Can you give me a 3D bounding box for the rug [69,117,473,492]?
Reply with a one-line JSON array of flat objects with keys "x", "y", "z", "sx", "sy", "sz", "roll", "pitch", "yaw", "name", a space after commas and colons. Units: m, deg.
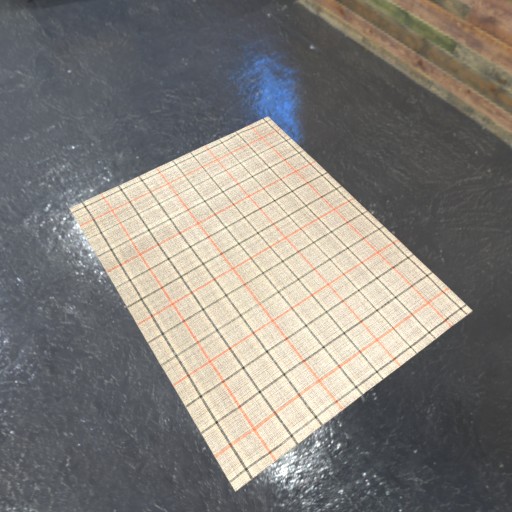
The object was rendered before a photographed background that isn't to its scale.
[{"x": 0.000, "y": 0.000, "z": 4.126, "sx": 2.444, "sy": 0.012, "sz": 3.048, "roll": -30, "pitch": 62, "yaw": -18, "name": "rug"}]
